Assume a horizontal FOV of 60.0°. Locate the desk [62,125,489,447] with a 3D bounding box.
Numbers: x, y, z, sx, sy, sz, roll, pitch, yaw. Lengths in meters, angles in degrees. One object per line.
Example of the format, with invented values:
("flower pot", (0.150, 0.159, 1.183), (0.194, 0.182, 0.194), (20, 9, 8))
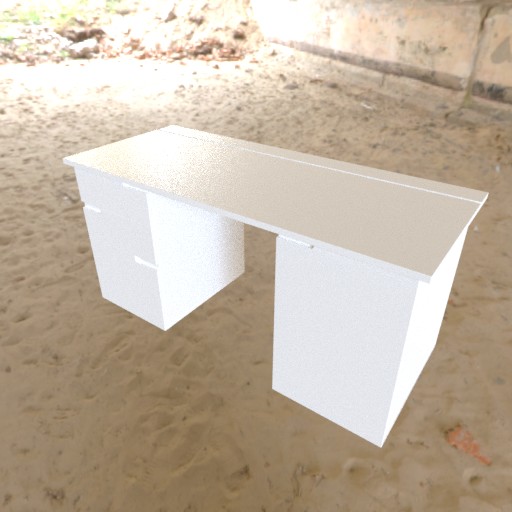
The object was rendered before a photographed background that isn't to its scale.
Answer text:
("desk", (0.000, 0.000, 1.951), (1.580, 0.760, 0.670), (20, 37, 30))
